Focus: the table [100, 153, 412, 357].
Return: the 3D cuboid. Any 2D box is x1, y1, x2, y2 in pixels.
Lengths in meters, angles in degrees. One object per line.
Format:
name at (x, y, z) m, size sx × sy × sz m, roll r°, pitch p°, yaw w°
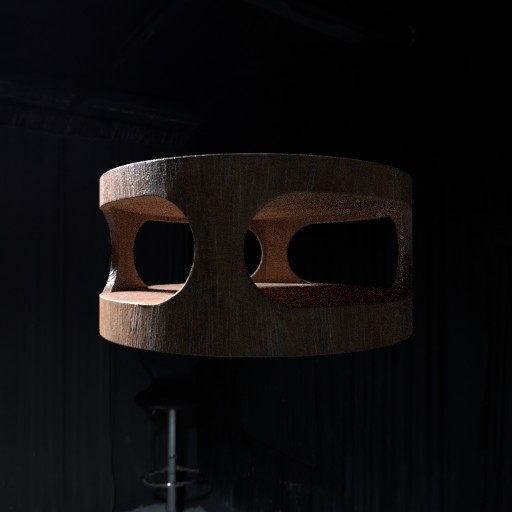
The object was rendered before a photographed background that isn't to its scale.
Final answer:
table at (0.000, 0.000, 1.466) m, size 0.974 × 0.450 × 0.974 m, roll 0°, pitch 0°, yaw 0°
